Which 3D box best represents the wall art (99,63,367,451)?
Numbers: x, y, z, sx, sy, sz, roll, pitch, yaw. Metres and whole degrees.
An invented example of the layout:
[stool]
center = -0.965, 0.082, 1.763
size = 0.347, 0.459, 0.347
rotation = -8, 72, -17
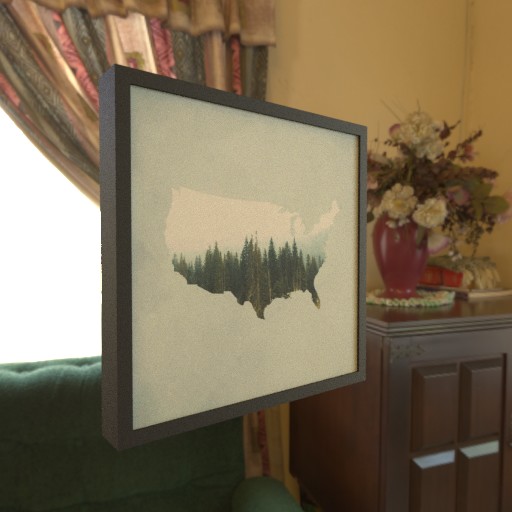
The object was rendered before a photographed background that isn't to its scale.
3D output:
[wall art]
center = 0.000, 0.000, 0.454
size = 0.304, 0.304, 0.038
rotation = -1, 2, -37
